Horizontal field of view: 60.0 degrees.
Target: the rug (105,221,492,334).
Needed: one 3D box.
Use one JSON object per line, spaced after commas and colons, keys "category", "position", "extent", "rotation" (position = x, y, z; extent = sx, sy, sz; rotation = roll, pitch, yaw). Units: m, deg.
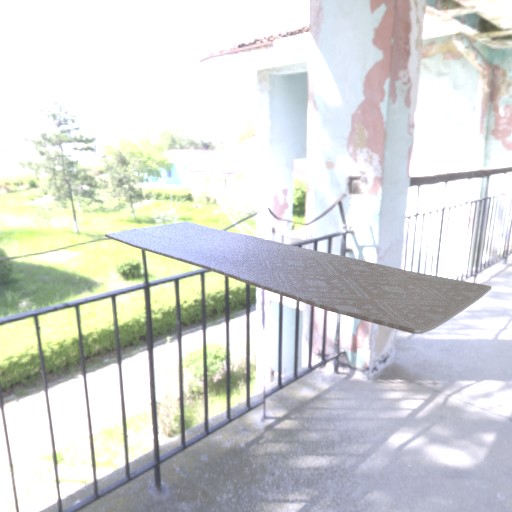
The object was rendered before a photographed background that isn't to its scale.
{"category": "rug", "position": [0.000, 0.000, 2.707], "extent": [0.752, 0.051, 2.452], "rotation": [-14, 21, -43]}
